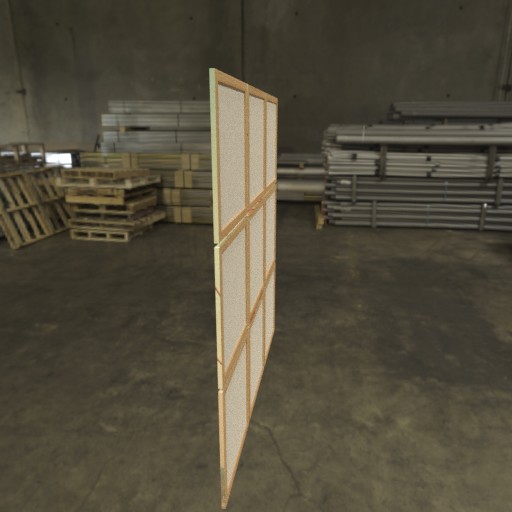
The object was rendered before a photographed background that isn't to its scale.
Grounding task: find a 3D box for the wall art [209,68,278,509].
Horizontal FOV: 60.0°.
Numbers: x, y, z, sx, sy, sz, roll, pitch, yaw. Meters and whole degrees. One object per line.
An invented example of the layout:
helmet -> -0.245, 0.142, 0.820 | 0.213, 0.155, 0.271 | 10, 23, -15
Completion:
wall art -> 0.000, 0.000, 1.725 | 0.013, 1.219, 1.214 | 3, 17, 9
